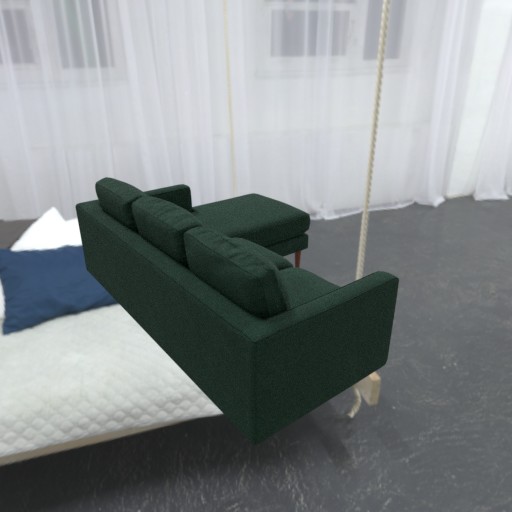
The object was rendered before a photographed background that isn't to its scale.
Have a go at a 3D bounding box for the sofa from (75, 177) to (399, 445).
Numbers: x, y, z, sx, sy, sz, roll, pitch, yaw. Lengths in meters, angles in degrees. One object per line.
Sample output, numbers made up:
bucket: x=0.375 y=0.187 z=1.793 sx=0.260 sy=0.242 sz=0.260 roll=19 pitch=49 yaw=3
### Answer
sofa: x=0.000 y=0.000 z=2.834 sx=1.580 sy=0.899 sz=2.030 roll=-18 pitch=30 yaw=-34
